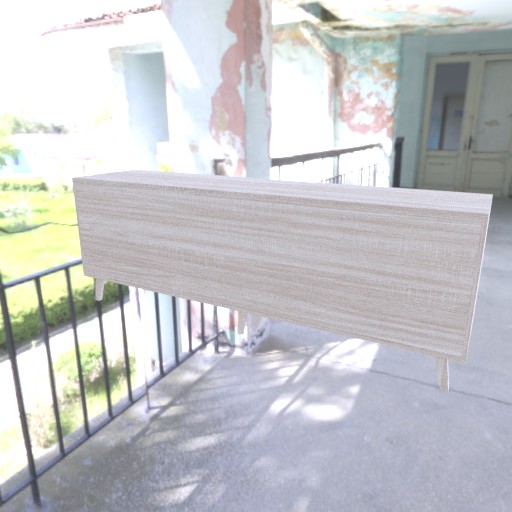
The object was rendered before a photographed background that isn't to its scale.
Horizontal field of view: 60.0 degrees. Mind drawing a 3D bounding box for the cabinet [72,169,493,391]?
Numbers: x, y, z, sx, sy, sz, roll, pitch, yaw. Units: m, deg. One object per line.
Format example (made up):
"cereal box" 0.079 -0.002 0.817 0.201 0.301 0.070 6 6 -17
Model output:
"cabinet" 0.000 0.000 2.439 2.200 0.780 0.500 9 19 27
